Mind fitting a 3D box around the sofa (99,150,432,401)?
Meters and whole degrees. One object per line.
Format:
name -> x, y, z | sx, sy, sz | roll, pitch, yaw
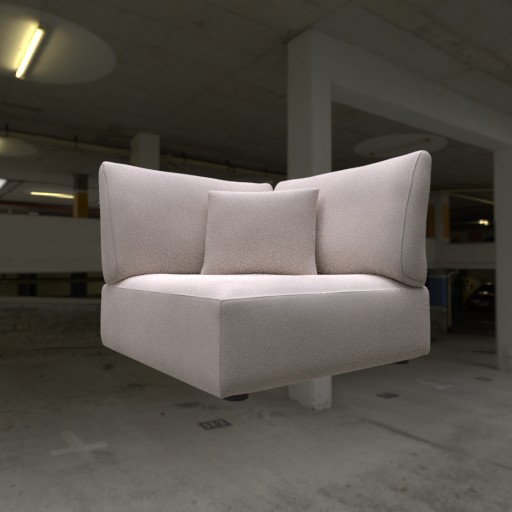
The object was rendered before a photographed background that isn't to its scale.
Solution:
sofa -> 0.000, 0.000, 1.805 | 1.000, 0.820, 1.000 | 1, -1, -37
